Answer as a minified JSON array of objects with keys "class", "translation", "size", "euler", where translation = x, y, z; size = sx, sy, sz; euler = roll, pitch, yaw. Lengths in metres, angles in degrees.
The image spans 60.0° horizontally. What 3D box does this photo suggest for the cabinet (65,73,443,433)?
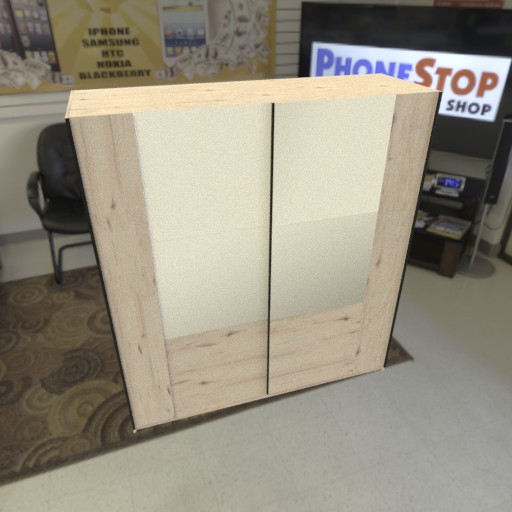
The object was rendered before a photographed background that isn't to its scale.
[{"class":"cabinet","translation":[0.000,0.000,3.072],"size":[2.000,2.180,0.660],"euler":[-9,32,-15]}]
